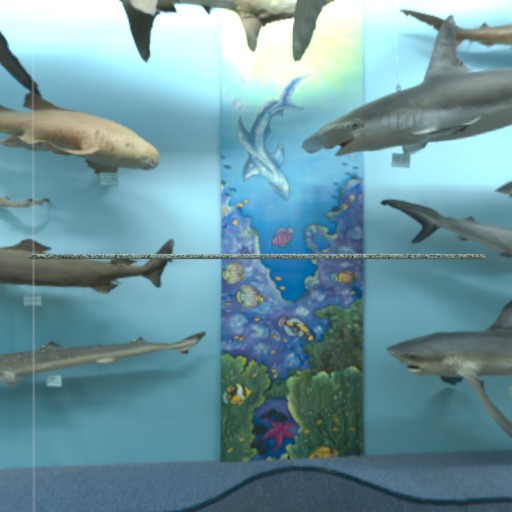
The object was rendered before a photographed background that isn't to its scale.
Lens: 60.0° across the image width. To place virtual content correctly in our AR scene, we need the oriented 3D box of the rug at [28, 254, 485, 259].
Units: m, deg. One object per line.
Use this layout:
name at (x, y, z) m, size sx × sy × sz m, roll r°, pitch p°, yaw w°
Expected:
rug at (0.000, 0.000, 3.529) m, size 2.743 × 0.030 × 1.778 m, roll 0°, pitch 0°, yaw -2°
